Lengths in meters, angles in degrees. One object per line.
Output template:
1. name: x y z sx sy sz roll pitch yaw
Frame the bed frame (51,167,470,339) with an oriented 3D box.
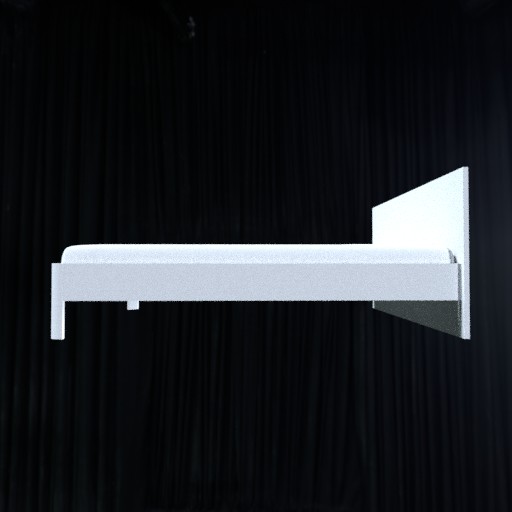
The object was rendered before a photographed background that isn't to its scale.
1. bed frame: 0.000 0.000 2.785 1.950 0.800 1.490 0 -1 -1
